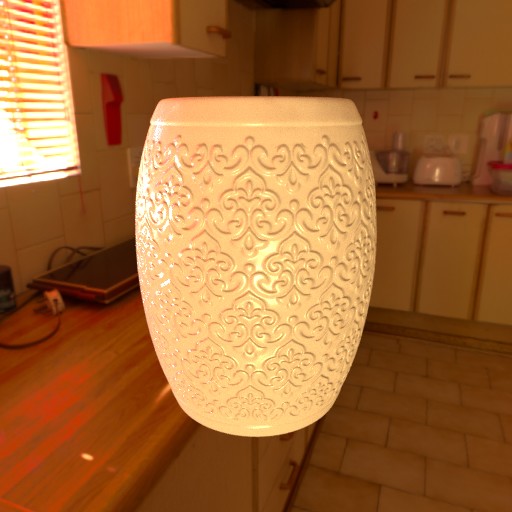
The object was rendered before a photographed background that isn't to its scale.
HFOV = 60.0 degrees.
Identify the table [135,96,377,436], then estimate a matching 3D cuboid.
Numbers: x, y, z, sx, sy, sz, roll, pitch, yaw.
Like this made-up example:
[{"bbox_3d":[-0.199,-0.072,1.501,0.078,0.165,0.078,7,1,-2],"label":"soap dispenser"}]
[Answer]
[{"bbox_3d":[0.000,0.000,0.595,0.309,0.397,0.309,0,18,0],"label":"table"}]
